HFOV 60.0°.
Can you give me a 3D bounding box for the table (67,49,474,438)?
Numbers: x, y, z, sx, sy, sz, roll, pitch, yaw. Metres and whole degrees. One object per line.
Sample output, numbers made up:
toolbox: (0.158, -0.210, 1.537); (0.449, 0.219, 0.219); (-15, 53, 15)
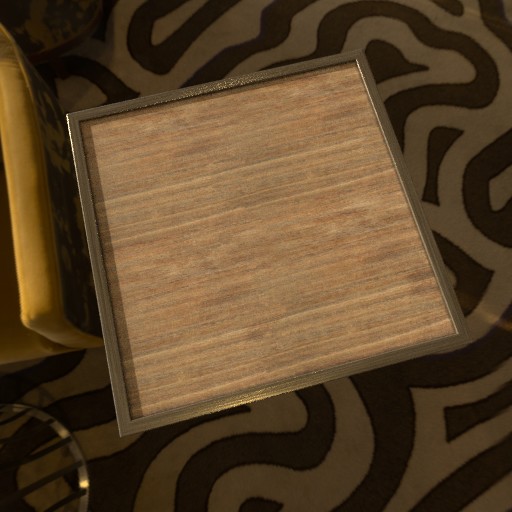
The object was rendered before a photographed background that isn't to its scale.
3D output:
table: (0.000, 0.000, 1.055); (0.609, 0.507, 0.611); (-14, 75, -4)
